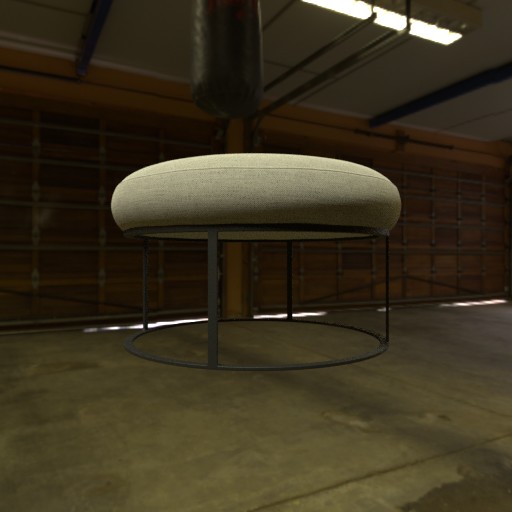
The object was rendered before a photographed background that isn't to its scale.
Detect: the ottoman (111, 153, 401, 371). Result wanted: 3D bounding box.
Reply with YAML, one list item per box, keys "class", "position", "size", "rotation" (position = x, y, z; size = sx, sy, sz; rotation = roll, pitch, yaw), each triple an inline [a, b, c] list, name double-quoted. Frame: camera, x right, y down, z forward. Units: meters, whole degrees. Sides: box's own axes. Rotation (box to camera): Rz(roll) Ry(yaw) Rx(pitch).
- class: "ottoman"
  position: [0.000, 0.000, 1.234]
  size: [0.769, 0.459, 0.769]
  rotation: [0, 0, 0]
